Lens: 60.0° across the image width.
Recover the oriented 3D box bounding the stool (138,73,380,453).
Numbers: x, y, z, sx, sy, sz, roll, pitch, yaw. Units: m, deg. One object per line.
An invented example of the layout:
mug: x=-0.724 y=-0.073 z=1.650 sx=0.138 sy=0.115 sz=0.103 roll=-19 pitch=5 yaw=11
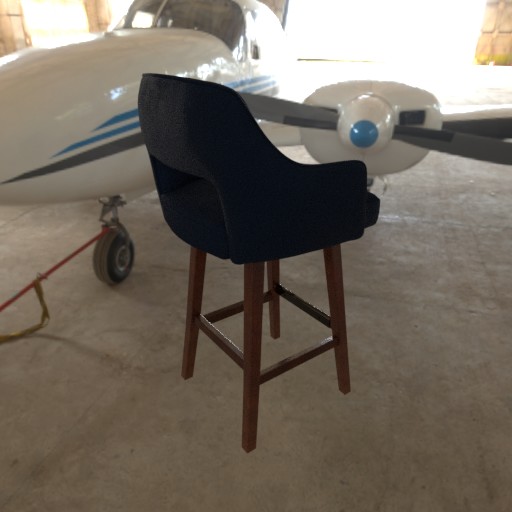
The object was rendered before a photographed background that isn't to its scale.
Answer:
stool: x=0.000 y=0.000 z=1.344 sx=0.560 sy=1.041 sz=0.550 roll=-17 pitch=31 yaw=-32
